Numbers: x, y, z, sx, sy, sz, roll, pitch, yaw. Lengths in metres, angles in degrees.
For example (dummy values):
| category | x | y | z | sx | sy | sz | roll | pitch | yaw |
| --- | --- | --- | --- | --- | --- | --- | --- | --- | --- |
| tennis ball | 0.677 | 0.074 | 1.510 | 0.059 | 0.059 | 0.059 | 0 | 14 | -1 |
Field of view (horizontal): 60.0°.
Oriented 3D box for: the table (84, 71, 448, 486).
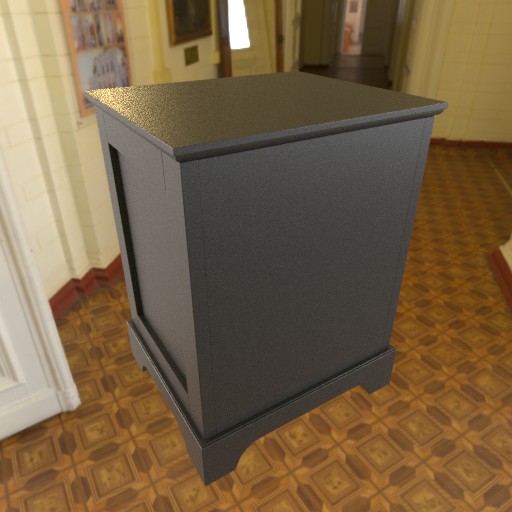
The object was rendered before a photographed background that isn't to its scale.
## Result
| category | x | y | z | sx | sy | sz | roll | pitch | yaw |
| --- | --- | --- | --- | --- | --- | --- | --- | --- | --- |
| table | 0.000 | 0.000 | 0.884 | 0.460 | 0.610 | 0.399 | -17 | 35 | -27 |
